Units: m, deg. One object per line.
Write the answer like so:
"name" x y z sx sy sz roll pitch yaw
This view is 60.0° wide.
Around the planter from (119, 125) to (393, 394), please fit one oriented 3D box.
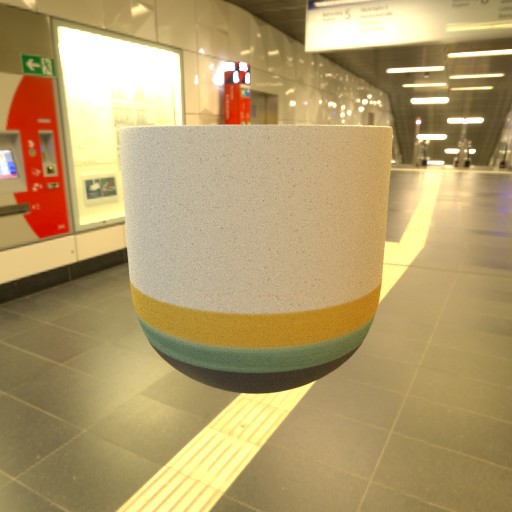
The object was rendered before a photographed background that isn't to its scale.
"planter" 0.000 0.000 0.484 0.268 0.270 0.268 0 15 0
